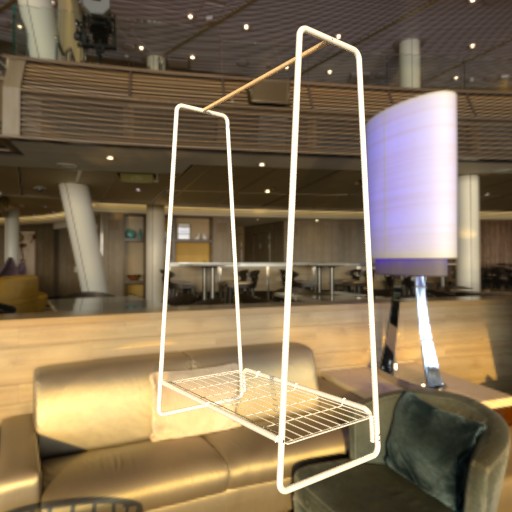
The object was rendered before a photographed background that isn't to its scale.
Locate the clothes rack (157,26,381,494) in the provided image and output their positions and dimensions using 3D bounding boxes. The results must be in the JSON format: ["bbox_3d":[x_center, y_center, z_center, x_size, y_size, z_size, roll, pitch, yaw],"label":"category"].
[{"bbox_3d":[0.000,0.000,1.874,0.495,1.500,0.900,1,-1,-37],"label":"clothes rack"}]
